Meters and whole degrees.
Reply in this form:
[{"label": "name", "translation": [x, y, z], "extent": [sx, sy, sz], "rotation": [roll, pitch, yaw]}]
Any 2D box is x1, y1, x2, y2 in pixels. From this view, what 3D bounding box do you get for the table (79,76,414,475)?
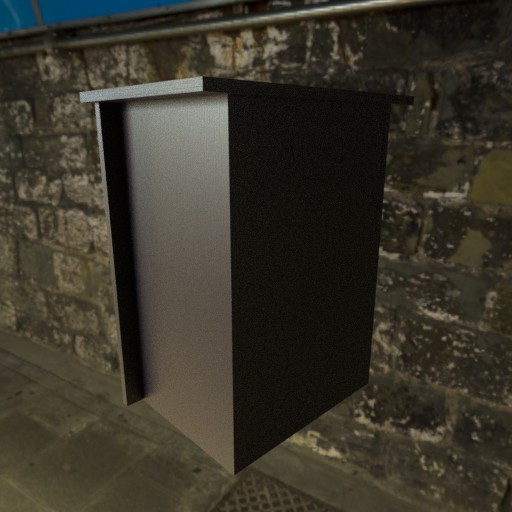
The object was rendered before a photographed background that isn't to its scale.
[{"label": "table", "translation": [0.000, 0.000, 1.036], "extent": [0.589, 0.711, 0.408], "rotation": [-15, 22, -42]}]
